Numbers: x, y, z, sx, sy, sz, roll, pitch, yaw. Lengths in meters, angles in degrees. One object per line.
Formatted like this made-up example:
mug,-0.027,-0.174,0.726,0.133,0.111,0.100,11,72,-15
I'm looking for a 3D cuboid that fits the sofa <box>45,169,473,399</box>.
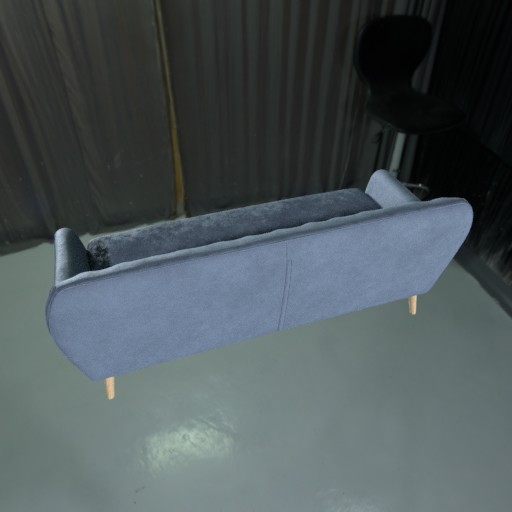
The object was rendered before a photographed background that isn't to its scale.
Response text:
sofa,0.000,0.000,2.368,1.975,0.832,0.841,-12,42,-14
